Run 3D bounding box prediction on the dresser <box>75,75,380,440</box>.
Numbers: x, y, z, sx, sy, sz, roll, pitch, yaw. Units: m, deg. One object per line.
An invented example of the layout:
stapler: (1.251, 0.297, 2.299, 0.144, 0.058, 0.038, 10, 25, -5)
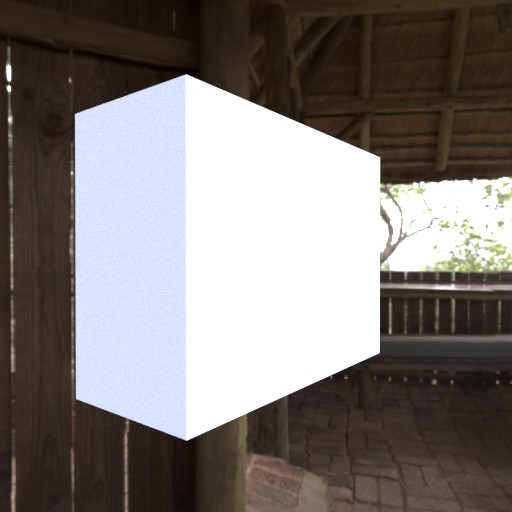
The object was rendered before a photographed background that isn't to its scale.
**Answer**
dresser: (0.000, 0.000, 1.568, 0.460, 0.820, 1.100, 0, 1, 38)
